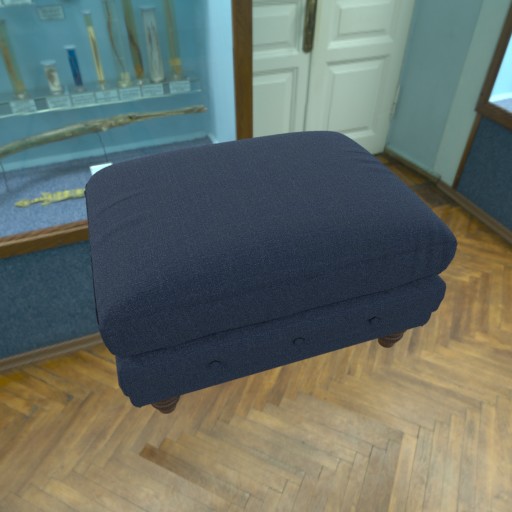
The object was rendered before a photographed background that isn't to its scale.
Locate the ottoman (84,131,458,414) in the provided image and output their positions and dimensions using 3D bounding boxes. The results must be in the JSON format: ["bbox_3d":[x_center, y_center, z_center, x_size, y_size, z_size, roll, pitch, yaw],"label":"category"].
[{"bbox_3d":[0.000,0.000,1.150,0.767,0.486,0.558,-12,42,-14],"label":"ottoman"}]
